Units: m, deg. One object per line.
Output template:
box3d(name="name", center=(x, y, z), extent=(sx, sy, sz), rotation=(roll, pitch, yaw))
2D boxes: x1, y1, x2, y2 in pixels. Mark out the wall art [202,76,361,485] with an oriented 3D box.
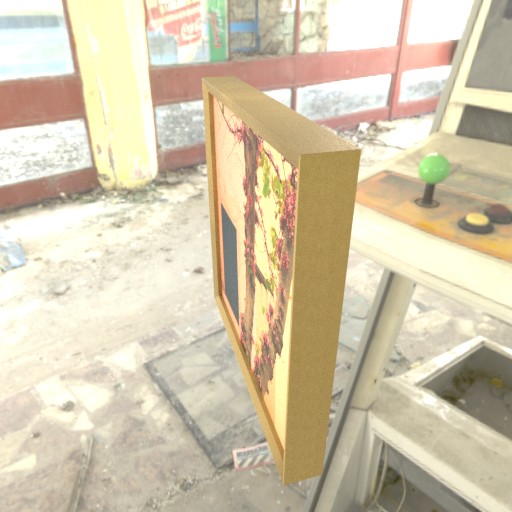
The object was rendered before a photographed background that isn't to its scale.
box3d(name="wall art", center=(0.000, 0.000, 0.456), extent=(0.038, 0.305, 0.304), rotation=(-8, 31, -14))
